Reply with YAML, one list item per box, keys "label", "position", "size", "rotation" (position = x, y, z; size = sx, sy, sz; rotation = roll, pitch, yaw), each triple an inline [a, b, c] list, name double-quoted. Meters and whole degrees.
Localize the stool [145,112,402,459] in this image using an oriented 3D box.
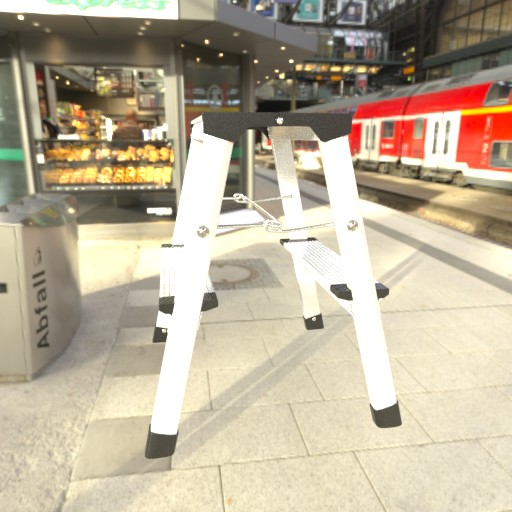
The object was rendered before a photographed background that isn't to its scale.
- label: "stool"
  position: [0.000, 0.000, 0.802]
  size: [0.405, 0.480, 0.404]
  rotation: [-3, 15, -11]
